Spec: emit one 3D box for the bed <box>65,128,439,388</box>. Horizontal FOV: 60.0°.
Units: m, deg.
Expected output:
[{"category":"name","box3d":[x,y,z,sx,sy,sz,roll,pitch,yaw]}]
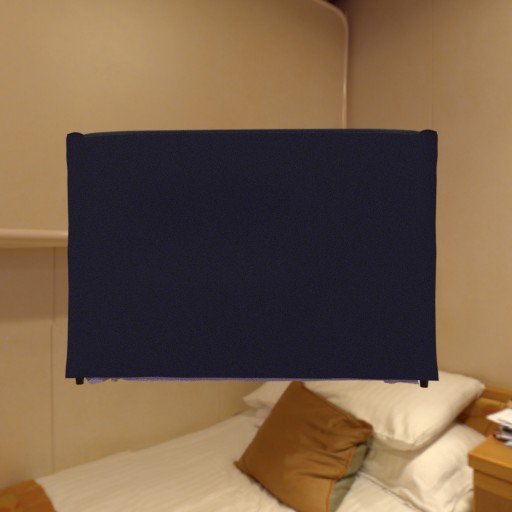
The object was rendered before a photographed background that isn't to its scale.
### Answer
[{"category":"bed","box3d":[0.000,0.000,3.381,1.925,1.332,2.276,0,1,2]}]
